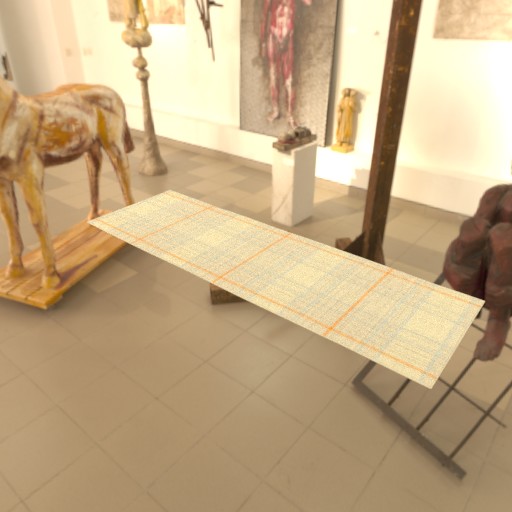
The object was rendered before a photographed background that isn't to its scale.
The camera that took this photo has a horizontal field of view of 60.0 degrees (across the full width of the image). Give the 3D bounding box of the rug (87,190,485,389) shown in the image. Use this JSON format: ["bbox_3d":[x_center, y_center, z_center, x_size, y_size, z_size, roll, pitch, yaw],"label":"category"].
[{"bbox_3d":[0.000,0.000,2.707,2.442,0.016,0.770,22,37,33],"label":"rug"}]
